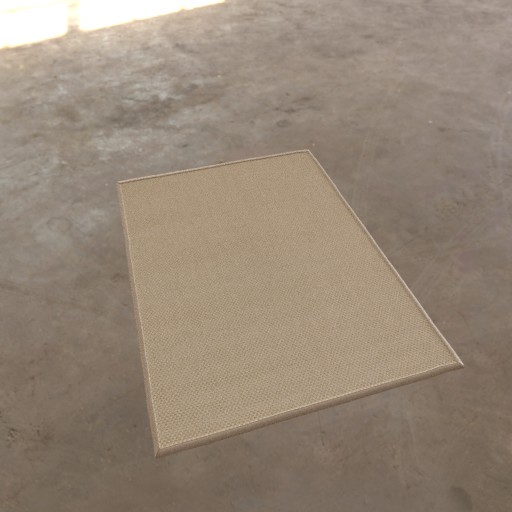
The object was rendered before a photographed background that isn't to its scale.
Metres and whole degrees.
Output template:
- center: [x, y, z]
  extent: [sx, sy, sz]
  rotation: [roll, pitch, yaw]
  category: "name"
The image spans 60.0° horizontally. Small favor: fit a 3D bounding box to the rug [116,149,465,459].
- center: [0.000, 0.000, 2.723]
  extent: [1.525, 0.020, 2.081]
  rotation: [-12, 47, -12]
  category: "rug"
